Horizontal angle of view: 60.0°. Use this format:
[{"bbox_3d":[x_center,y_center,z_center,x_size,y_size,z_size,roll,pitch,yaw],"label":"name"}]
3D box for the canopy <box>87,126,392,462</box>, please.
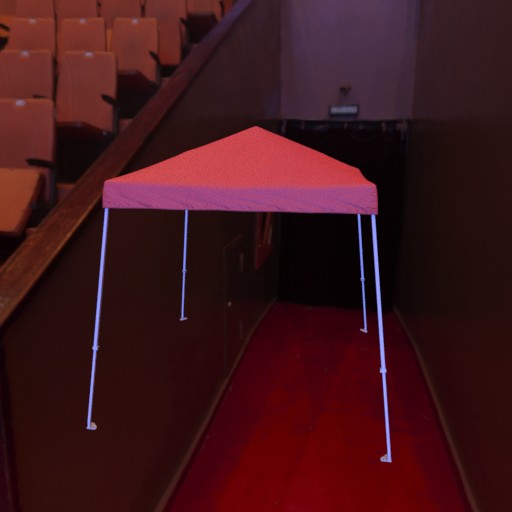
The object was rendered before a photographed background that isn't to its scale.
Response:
[{"bbox_3d":[0.000,0.000,6.408,3.599,3.600,3.600,2,14,9],"label":"canopy"}]
